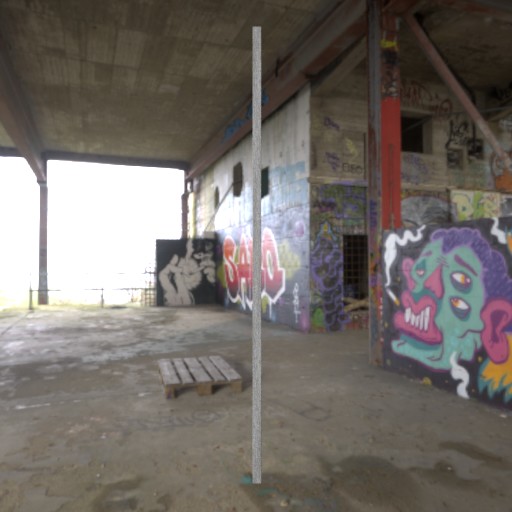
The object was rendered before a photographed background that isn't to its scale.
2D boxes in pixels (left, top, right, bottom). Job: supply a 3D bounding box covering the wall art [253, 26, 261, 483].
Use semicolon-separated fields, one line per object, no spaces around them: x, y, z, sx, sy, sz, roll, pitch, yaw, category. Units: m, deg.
0.000;0.000;1.423;0.020;1.070;0.768;0;-1;0;wall art
